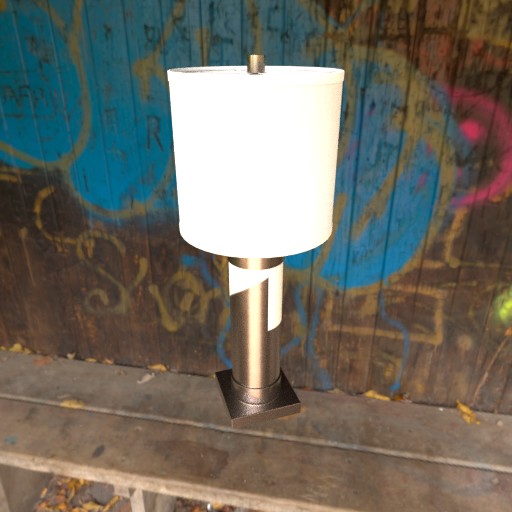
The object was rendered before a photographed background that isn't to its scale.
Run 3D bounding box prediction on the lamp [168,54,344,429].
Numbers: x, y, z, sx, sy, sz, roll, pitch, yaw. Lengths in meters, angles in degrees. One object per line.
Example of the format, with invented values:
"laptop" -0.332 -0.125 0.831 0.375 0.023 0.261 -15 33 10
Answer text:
"lamp" 0.000 0.000 0.616 0.202 0.509 0.202 -8 27 -16
